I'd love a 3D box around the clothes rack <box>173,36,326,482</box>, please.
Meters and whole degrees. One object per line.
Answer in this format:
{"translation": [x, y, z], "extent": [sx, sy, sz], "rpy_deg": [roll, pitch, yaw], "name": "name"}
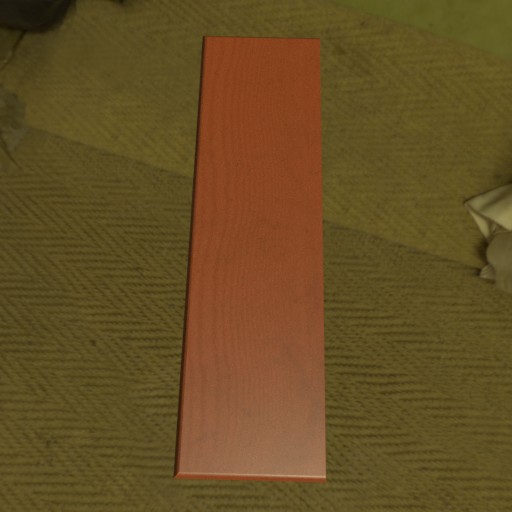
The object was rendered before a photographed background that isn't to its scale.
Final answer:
{"translation": [0.000, 0.000, 1.483], "extent": [0.362, 0.594, 1.251], "rpy_deg": [1, 75, 0], "name": "clothes rack"}
